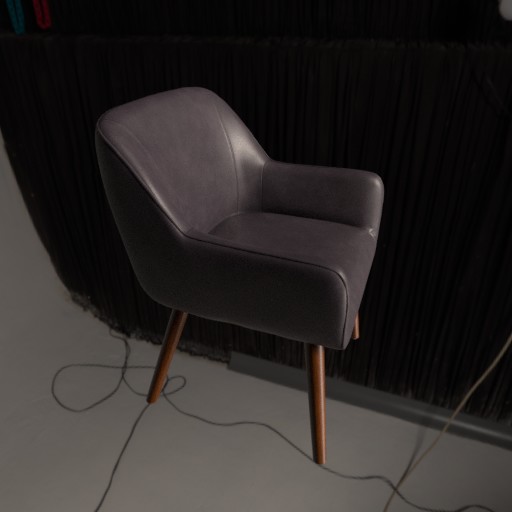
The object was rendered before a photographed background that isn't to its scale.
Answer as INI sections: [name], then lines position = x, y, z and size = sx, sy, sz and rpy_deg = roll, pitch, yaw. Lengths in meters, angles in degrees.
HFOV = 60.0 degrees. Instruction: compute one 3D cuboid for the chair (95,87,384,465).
[chair]
position = 0.000, 0.000, 1.239
size = 0.610, 0.828, 0.610
rpy_deg = 10, 31, 18
